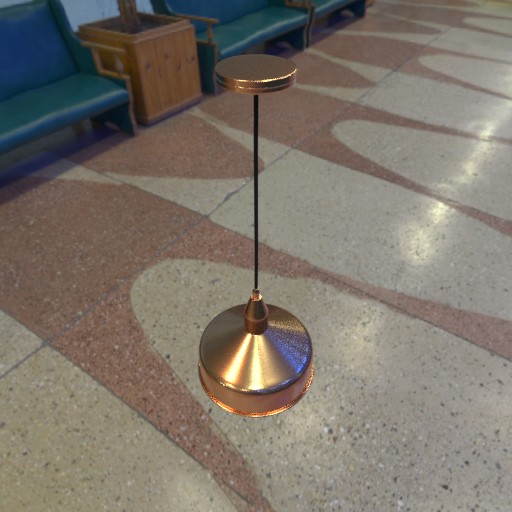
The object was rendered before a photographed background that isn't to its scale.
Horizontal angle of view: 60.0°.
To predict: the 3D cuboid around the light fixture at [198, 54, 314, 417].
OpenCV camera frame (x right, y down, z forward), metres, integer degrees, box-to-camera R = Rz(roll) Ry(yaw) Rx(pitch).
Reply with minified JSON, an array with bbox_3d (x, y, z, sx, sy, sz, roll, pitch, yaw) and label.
[{"bbox_3d":[0.000,0.000,0.914,0.301,0.754,0.301,26,47,27],"label":"light fixture"}]
